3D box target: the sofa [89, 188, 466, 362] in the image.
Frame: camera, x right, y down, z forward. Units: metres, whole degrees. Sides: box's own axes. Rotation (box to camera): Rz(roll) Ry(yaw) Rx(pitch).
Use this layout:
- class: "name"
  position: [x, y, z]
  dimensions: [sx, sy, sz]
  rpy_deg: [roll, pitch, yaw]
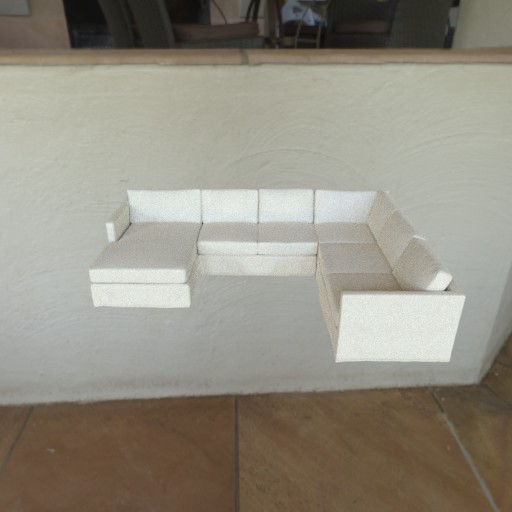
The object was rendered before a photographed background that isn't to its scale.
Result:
- class: "sofa"
  position: [0.000, 0.000, 4.804]
  dimensions: [3.464, 0.882, 2.448]
  rpy_deg: [0, 27, 0]
